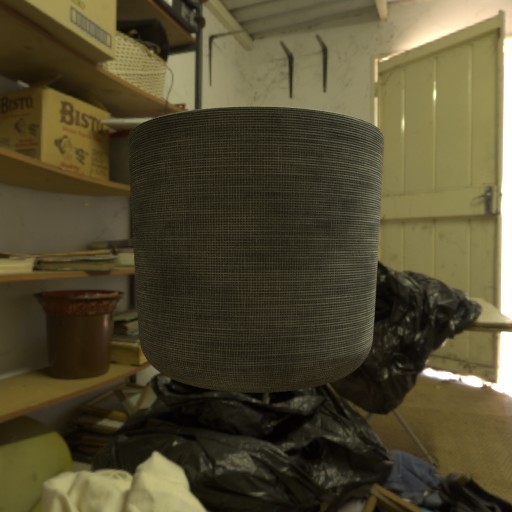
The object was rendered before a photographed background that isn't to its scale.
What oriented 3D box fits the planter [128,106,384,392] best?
[{"bbox_3d":[0.000,0.000,0.796,0.440,0.398,0.440,0,1,0],"label":"planter"}]
